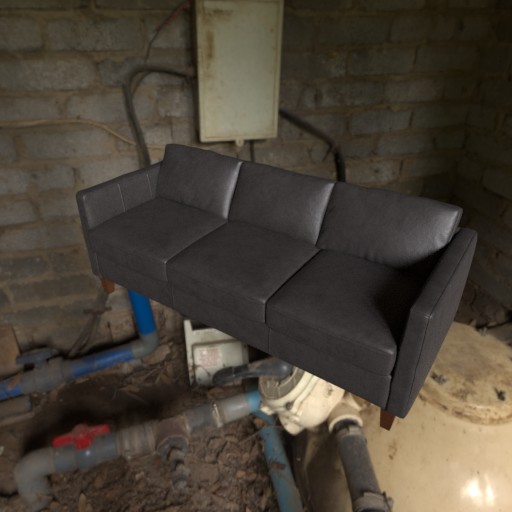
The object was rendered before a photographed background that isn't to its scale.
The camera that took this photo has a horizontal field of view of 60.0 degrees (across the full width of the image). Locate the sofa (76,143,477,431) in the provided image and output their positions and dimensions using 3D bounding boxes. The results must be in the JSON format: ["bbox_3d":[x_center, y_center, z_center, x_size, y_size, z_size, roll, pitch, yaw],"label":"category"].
[{"bbox_3d":[0.000,0.000,2.958,2.464,1.006,1.045,19,35,29],"label":"sofa"}]
